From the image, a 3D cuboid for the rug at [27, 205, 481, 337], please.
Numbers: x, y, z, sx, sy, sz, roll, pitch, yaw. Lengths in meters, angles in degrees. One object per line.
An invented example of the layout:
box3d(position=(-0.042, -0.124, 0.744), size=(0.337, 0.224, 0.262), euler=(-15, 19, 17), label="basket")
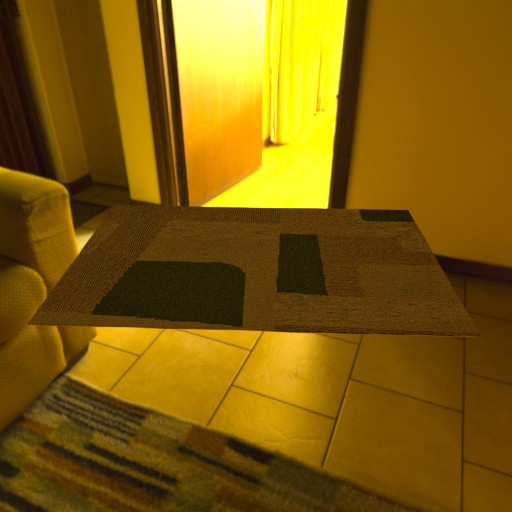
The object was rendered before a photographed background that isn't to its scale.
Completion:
box3d(position=(0.000, 0.000, 3.015), size=(2.436, 0.015, 1.521), euler=(1, 32, 2), label="rug")
